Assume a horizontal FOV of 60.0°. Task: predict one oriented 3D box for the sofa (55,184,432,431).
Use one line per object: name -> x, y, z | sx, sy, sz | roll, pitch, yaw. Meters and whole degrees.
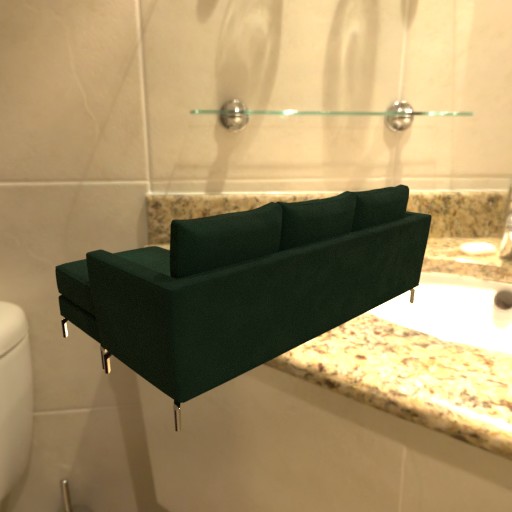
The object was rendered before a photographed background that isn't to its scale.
sofa -> 0.000, 0.000, 3.245 | 2.441, 1.007, 1.489 | -15, 22, -42
